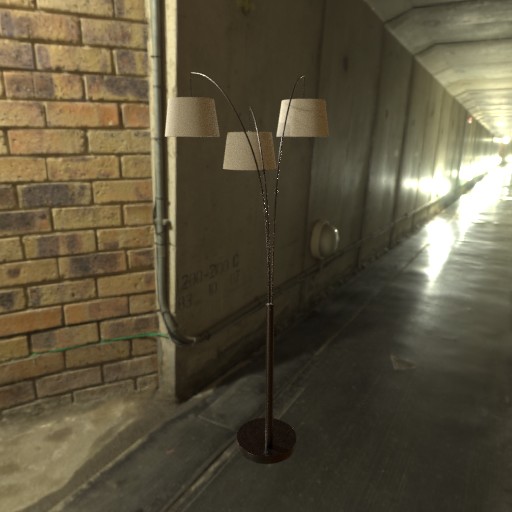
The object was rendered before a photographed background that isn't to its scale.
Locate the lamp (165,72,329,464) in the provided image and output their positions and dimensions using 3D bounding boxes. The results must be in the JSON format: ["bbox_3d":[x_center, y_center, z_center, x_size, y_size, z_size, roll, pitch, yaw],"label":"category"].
[{"bbox_3d":[0.000,0.000,2.443,0.951,1.950,0.924,-2,15,-8],"label":"lamp"}]
